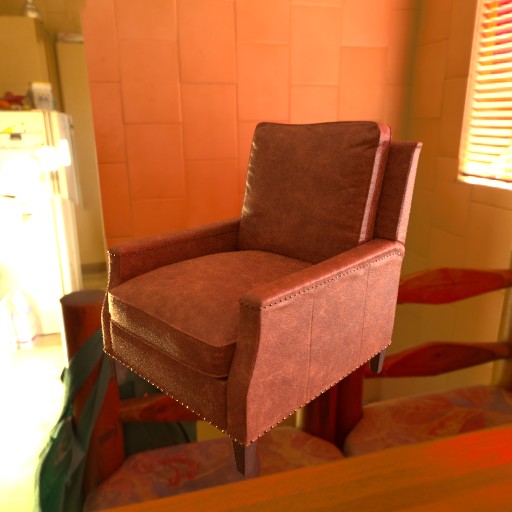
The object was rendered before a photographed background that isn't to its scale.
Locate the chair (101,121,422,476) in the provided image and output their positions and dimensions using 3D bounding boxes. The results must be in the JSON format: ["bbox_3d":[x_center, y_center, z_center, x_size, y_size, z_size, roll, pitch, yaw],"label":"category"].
[{"bbox_3d":[0.000,0.000,1.803,0.854,1.054,1.035,15,22,42],"label":"chair"}]
